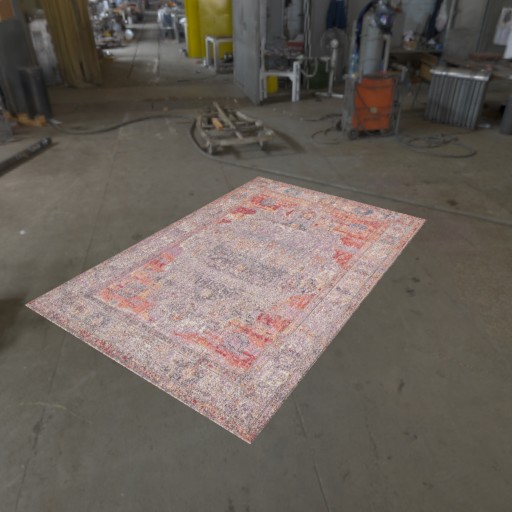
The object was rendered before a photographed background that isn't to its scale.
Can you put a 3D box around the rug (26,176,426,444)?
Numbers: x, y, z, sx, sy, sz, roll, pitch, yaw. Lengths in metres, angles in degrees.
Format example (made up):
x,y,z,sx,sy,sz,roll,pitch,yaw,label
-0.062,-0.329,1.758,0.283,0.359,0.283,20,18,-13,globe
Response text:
x,y,z,sx,sy,sz,roll,pitch,yaw,label
0.000,0.000,2.304,1.219,0.005,1.829,20,37,29,rug
